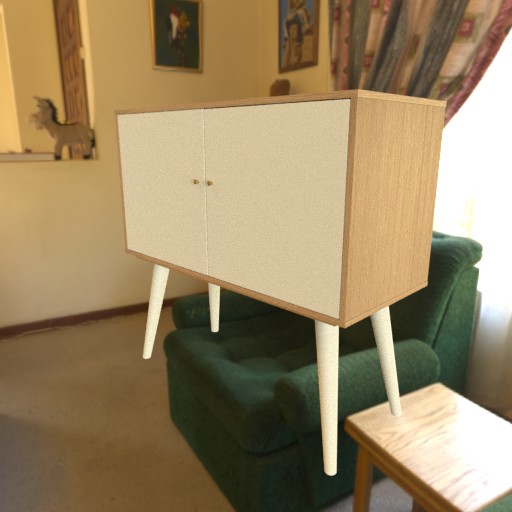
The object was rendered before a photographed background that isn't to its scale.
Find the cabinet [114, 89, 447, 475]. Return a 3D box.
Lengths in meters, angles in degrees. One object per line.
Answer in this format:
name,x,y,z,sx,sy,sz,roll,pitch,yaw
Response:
cabinet,0.000,0.000,1.586,1.057,1.016,0.470,14,21,43
